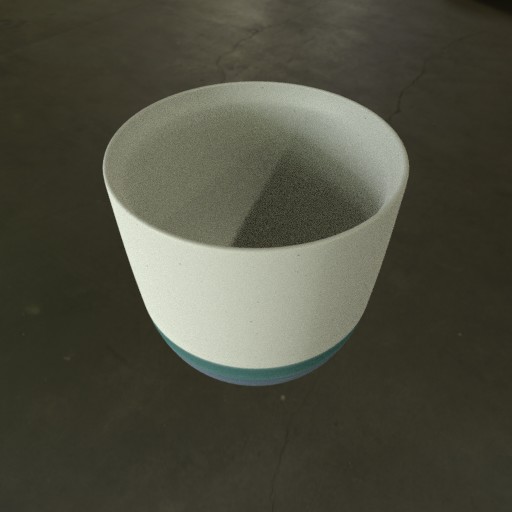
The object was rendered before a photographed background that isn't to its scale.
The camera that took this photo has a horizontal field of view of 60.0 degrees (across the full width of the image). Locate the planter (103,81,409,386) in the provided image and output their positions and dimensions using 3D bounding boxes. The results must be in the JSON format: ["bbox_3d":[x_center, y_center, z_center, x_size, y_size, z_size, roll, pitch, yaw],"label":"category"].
[{"bbox_3d":[0.000,0.000,0.378,0.204,0.214,0.204,0,46,0],"label":"planter"}]
